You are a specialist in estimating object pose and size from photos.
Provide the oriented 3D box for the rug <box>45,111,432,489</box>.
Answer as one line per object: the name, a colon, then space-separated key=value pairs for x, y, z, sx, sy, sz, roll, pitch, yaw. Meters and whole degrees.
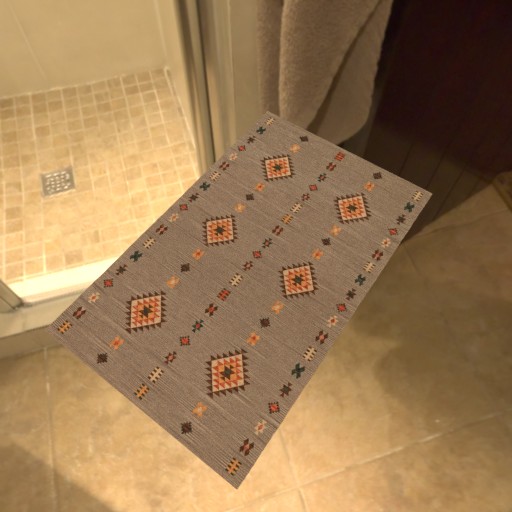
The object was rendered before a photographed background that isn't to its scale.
rug: x=0.000 y=0.000 z=3.053 sx=1.515 sy=0.007 sz=2.427 roll=32 pitch=65 yaw=17
